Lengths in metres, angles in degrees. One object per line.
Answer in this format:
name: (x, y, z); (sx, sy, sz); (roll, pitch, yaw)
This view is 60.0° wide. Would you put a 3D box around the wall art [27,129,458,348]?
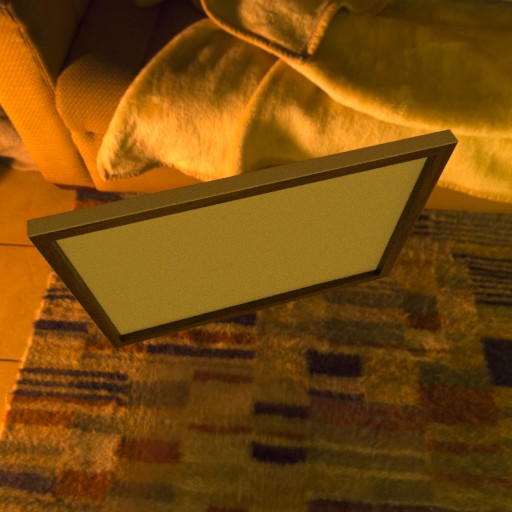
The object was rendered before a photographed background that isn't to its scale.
wall art: (0.000, 0.000, 1.464); (1.138, 0.761, 0.051); (-14, 59, -8)
